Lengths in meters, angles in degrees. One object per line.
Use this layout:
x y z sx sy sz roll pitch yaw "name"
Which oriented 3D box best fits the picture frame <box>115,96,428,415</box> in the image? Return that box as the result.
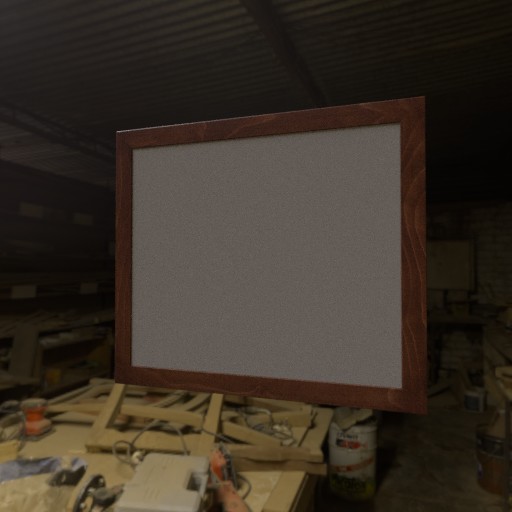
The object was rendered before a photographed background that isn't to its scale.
0.000 0.000 0.532 0.381 0.330 0.025 0 -1 19 "picture frame"
